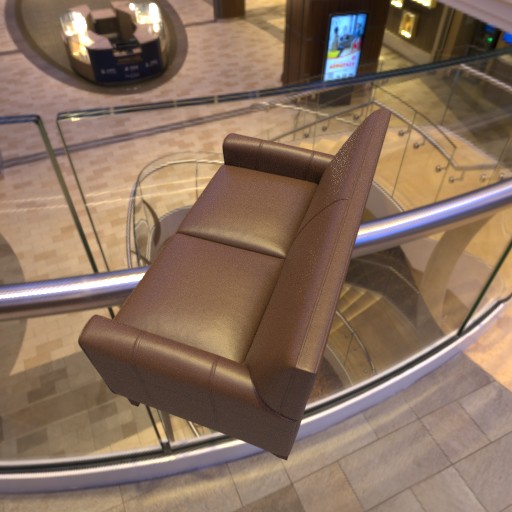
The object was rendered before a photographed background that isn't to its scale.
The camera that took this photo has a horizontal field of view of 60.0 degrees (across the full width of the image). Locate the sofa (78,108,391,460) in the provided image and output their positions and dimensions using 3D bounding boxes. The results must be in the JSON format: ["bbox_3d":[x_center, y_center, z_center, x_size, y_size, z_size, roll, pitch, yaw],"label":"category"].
[{"bbox_3d":[0.000,0.000,2.022,0.853,0.859,1.468,14,48,13],"label":"sofa"}]
